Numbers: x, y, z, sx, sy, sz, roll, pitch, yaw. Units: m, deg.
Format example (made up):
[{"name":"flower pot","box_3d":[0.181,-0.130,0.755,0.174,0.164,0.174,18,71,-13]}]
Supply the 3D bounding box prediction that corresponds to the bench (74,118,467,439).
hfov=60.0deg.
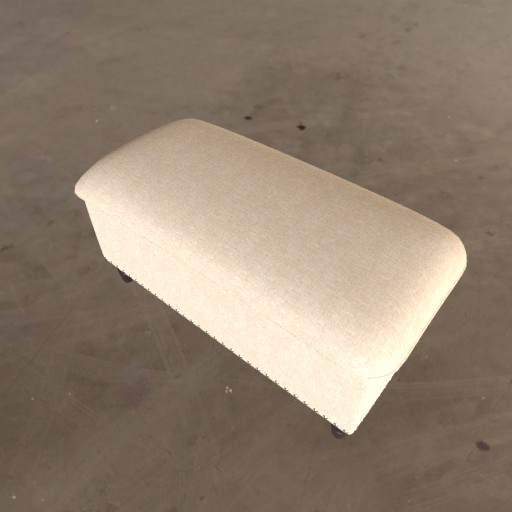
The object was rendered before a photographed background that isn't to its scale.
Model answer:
[{"name":"bench","box_3d":[0.000,0.000,1.263,0.991,0.483,0.483,30,52,26]}]
